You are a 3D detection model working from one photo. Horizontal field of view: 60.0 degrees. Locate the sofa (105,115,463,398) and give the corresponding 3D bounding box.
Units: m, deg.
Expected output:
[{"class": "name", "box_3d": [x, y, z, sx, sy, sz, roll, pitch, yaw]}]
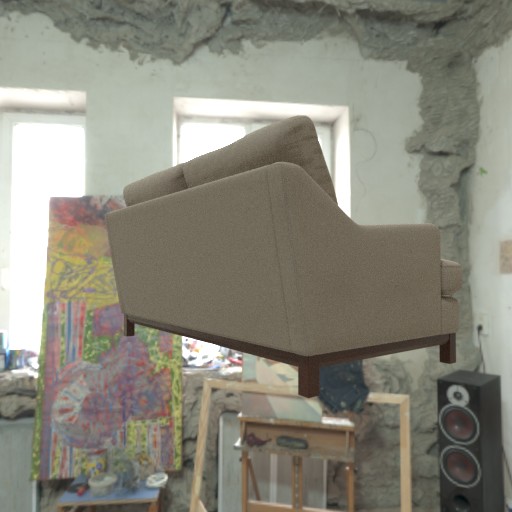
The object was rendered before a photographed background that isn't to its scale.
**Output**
[{"class": "sofa", "box_3d": [0.000, 0.000, 2.206, 1.004, 0.910, 1.619, 1, -2, -37]}]
